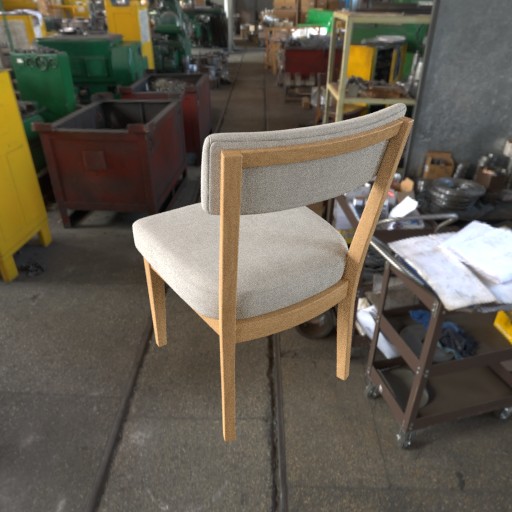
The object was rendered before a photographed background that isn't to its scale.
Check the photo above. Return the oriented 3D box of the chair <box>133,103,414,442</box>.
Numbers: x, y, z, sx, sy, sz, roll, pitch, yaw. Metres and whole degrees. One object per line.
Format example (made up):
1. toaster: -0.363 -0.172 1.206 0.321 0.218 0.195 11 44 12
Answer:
1. chair: 0.000 0.000 1.210 0.508 0.832 0.572 -18 35 -28
